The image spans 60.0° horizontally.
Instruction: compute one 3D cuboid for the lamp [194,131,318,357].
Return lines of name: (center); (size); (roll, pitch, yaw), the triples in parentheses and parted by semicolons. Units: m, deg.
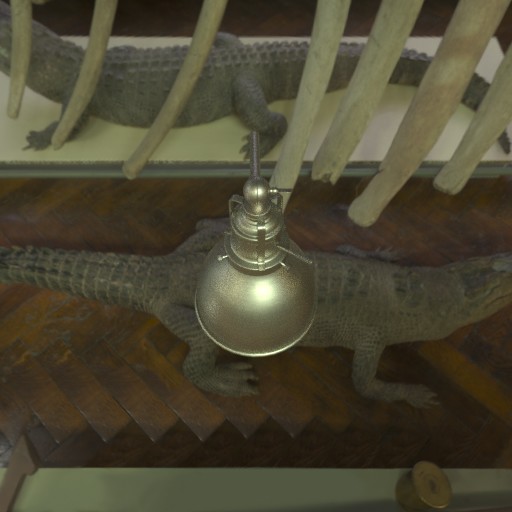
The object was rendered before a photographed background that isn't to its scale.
lamp: (0.000, 0.000, 0.588); (0.153, 0.456, 0.286); (-1, 59, 0)
